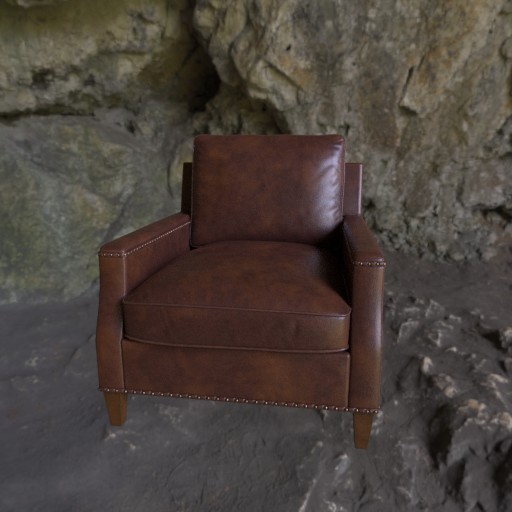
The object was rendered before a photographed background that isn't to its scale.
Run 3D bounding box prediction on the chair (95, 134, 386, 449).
[{"bbox_3d":[0.000,0.000,1.693,0.853,0.929,1.014,2,13,8],"label":"chair"}]
